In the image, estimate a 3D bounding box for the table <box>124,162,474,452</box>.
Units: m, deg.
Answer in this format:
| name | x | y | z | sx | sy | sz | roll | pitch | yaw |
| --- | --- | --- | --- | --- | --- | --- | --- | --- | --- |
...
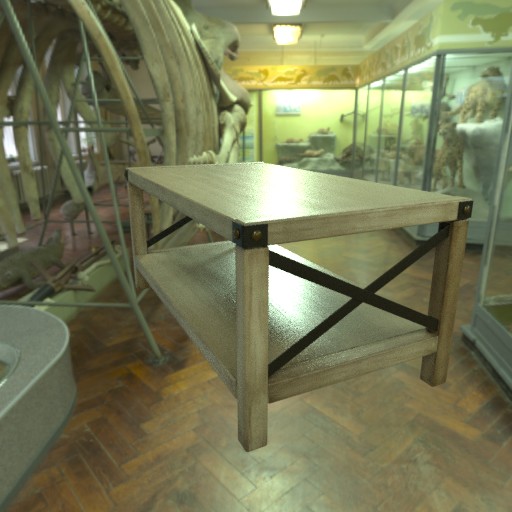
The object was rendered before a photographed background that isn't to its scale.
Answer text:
| name | x | y | z | sx | sy | sz | roll | pitch | yaw |
| --- | --- | --- | --- | --- | --- | --- | --- | --- | --- |
| table | 0.000 | 0.000 | 1.326 | 0.559 | 0.456 | 1.016 | -8 | 19 | -25 |
